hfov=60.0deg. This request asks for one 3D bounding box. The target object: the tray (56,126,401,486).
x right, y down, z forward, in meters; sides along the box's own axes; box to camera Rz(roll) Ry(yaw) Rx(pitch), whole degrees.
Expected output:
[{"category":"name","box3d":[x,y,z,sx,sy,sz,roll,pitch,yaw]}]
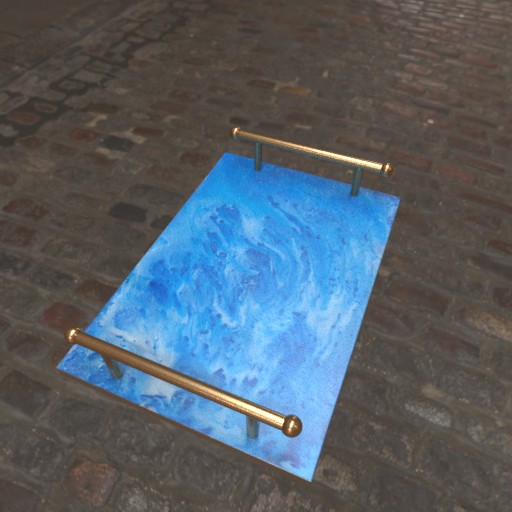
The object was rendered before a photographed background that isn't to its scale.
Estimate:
[{"category":"tray","box3d":[0.000,0.000,0.575,0.304,0.084,0.444,18,51,15]}]
